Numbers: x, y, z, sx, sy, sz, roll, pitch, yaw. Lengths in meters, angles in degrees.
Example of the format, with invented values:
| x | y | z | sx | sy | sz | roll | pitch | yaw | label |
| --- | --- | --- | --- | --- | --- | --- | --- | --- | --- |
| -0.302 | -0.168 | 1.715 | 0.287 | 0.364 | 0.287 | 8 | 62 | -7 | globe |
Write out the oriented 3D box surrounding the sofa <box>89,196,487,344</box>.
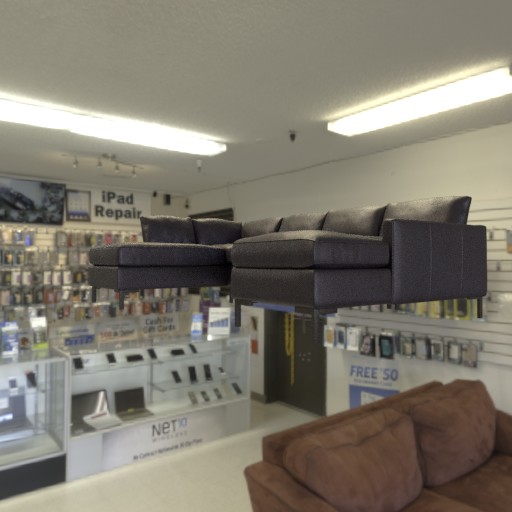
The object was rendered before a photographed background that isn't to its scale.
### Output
| x | y | z | sx | sy | sz | roll | pitch | yaw | label |
| --- | --- | --- | --- | --- | --- | --- | --- | --- | --- |
| 0.000 | 0.000 | 3.751 | 1.939 | 0.900 | 2.956 | 1 | -1 | -37 | sofa |
